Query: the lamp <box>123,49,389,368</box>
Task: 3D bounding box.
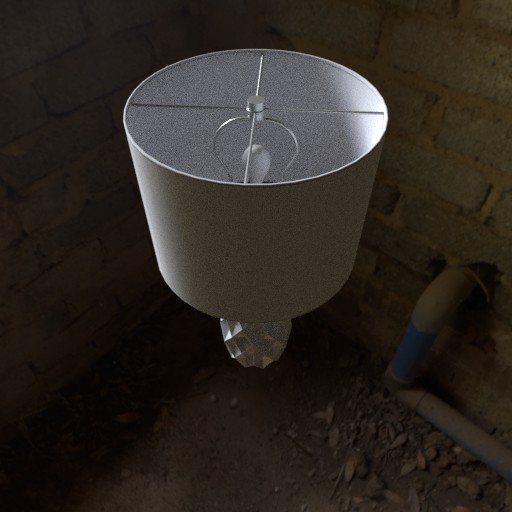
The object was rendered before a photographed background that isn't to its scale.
[{"bbox_3d":[0.000,0.000,0.694,0.297,0.522,0.297,0,47,0],"label":"lamp"}]
